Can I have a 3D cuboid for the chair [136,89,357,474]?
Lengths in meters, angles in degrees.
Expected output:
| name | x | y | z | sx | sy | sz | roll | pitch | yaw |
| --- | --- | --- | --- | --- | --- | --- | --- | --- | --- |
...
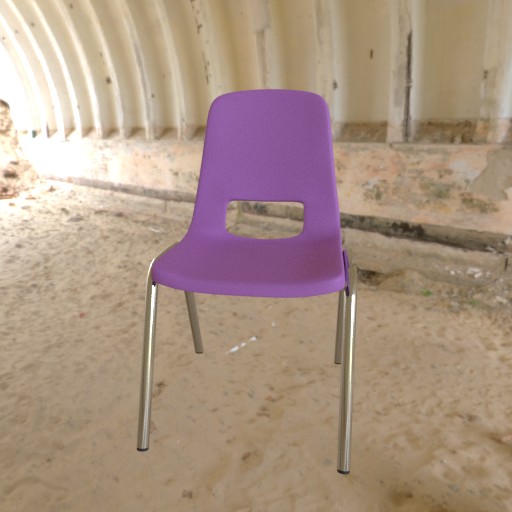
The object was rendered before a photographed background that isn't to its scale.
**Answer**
| name | x | y | z | sx | sy | sz | roll | pitch | yaw |
| --- | --- | --- | --- | --- | --- | --- | --- | --- | --- |
| chair | 0.000 | 0.000 | 0.664 | 0.291 | 0.493 | 0.301 | 2 | 16 | 8 |
